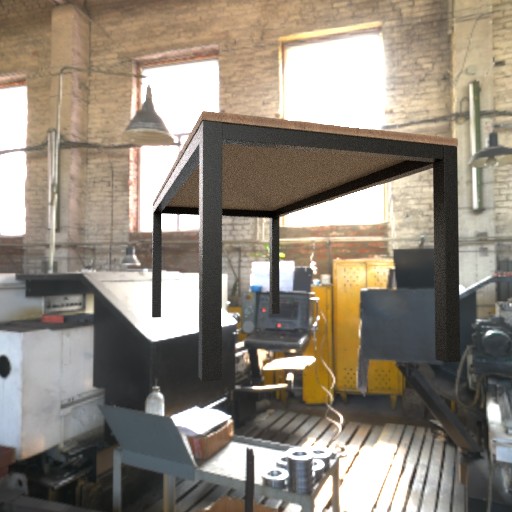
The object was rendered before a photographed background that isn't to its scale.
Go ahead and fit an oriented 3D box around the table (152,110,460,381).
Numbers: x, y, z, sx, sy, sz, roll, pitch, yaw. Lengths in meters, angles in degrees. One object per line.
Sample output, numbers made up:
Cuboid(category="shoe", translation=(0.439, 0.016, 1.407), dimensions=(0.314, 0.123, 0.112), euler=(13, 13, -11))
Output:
Cuboid(category="table", translation=(0.000, 0.000, 2.245), dimensions=(0.893, 0.767, 1.805), euler=(1, -2, -18))
